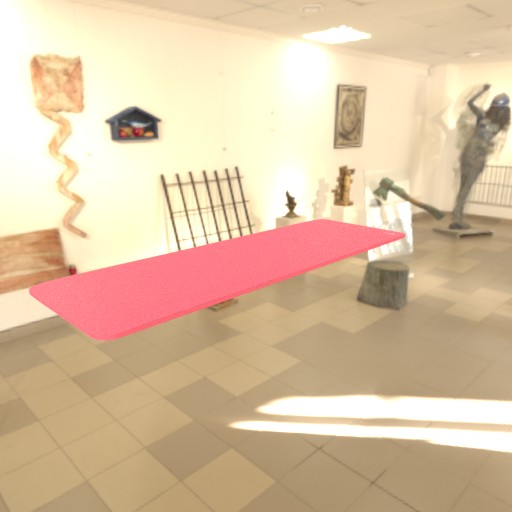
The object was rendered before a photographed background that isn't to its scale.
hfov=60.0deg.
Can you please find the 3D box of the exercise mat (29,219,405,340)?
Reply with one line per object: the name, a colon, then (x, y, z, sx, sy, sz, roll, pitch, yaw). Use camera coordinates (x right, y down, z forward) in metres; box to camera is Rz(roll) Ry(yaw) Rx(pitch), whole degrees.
exercise mat: (0.000, 0.000, 2.121, 1.884, 0.021, 0.616, -16, 22, -43)
